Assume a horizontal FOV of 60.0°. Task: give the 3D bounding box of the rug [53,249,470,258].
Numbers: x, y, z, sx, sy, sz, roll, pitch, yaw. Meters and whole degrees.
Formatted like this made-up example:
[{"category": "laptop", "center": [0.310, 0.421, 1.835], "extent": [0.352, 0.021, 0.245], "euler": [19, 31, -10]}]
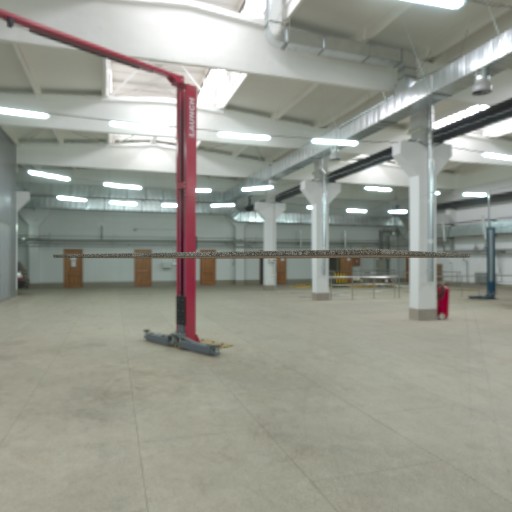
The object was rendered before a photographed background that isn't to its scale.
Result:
[{"category": "rug", "center": [0.000, 0.000, 3.436], "extent": [2.699, 0.026, 1.802], "euler": [0, -1, 37]}]
